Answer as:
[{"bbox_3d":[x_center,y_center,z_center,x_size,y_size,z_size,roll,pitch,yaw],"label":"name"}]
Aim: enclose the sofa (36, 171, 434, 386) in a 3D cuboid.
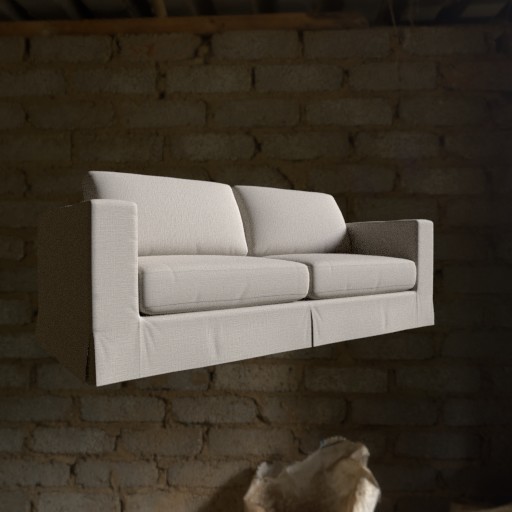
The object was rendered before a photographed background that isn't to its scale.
[{"bbox_3d":[0.000,0.000,2.559,2.163,0.881,0.954,-1,1,-36],"label":"sofa"}]
